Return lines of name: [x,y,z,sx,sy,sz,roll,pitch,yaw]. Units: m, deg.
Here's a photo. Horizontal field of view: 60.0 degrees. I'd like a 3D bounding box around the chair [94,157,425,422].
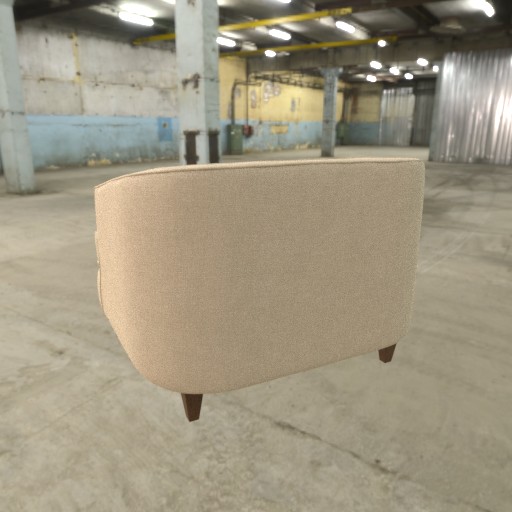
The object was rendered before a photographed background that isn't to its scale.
chair: [0.000,0.000,1.749,1.118,0.787,0.914,-8,17,-26]
